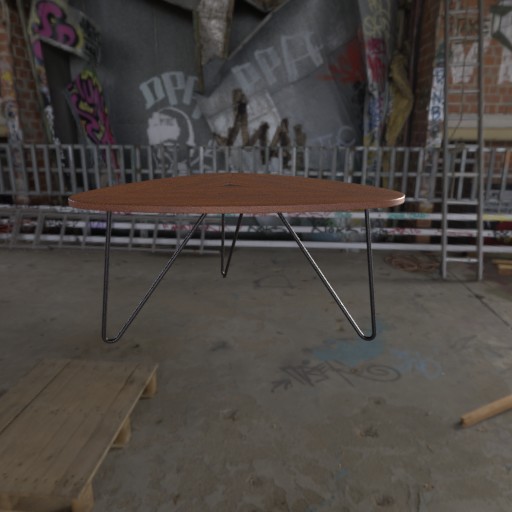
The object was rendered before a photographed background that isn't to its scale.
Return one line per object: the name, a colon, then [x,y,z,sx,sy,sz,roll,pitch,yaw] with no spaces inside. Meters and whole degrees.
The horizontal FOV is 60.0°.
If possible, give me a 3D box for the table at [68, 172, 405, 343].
table: [0.000,0.000,1.335,0.821,0.413,0.833,7,17,24]
